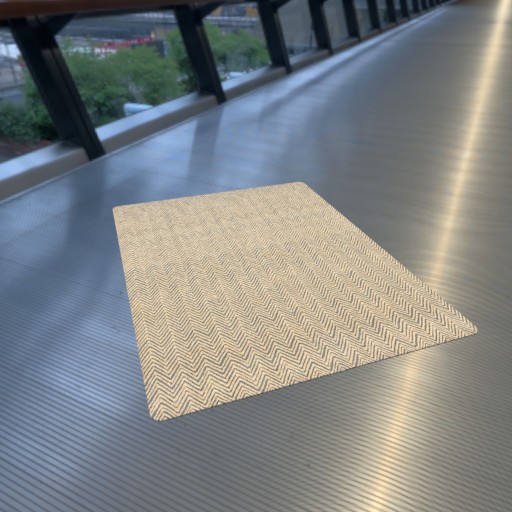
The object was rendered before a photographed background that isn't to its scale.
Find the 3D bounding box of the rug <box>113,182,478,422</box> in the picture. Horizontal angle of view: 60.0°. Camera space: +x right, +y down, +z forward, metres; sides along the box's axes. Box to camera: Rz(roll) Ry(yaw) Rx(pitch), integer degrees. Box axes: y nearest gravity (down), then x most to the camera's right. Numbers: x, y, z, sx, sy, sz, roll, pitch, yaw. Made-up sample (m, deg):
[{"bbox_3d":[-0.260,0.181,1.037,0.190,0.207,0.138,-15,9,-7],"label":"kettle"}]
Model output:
[{"bbox_3d":[0.000,0.000,4.248,2.439,0.014,3.207,-10,32,-17],"label":"rug"}]
